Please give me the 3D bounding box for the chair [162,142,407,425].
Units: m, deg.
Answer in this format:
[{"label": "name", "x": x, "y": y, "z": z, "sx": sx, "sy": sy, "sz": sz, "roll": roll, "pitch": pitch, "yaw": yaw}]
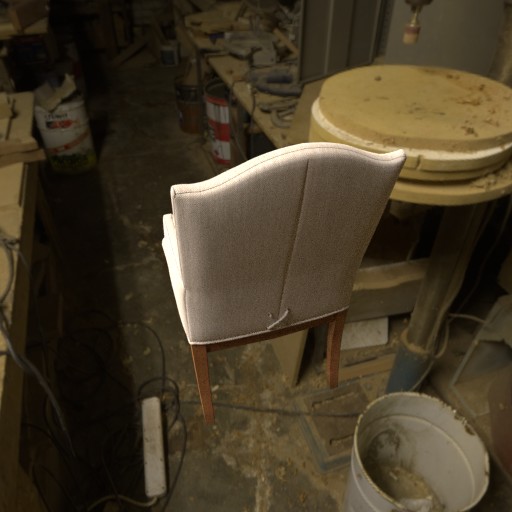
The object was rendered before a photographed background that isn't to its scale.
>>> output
[{"label": "chair", "x": 0.000, "y": 0.000, "z": 1.370, "sx": 0.533, "sy": 1.016, "sz": 0.641, "roll": -12, "pitch": 41, "yaw": -13}]
